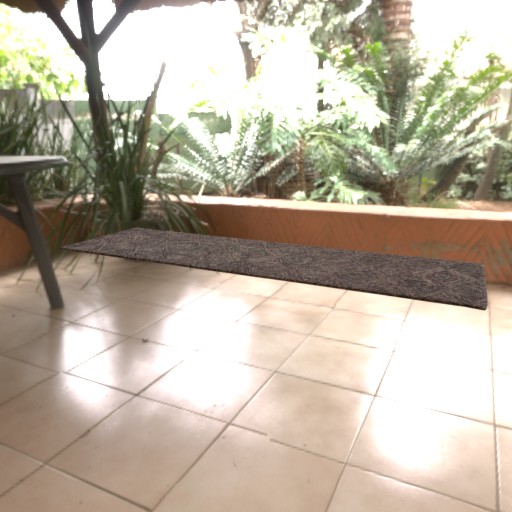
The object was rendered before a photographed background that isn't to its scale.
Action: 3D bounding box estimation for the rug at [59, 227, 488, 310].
[{"bbox_3d":[0.000,0.000,2.484,2.305,0.013,0.719,7,16,24],"label":"rug"}]
